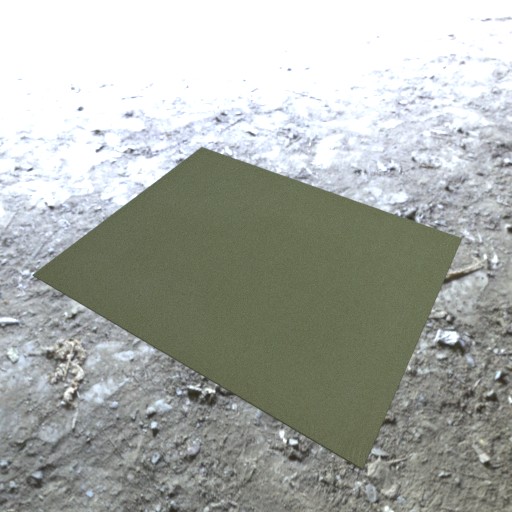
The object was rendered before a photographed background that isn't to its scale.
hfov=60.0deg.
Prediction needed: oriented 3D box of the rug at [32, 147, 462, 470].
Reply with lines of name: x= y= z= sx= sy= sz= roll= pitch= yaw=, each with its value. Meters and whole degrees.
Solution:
rug: x=0.000 y=0.000 z=3.392 sx=2.584 sy=0.011 sz=2.073 roll=24 pitch=50 yaw=22
